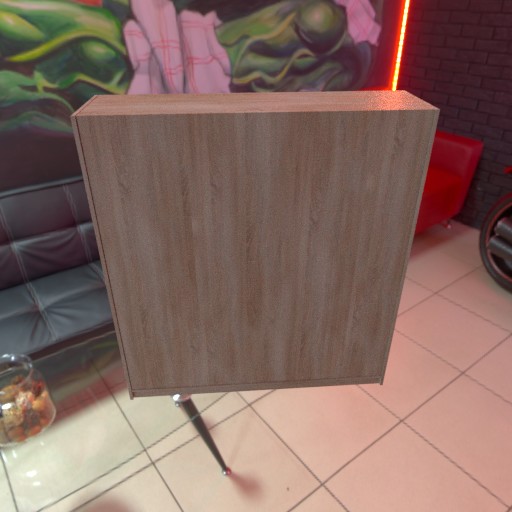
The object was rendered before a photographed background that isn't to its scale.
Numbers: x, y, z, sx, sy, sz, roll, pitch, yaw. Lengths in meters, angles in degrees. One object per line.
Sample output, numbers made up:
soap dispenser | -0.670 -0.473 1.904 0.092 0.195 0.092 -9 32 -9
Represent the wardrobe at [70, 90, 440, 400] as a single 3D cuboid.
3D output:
wardrobe | 0.000 0.000 3.199 1.998 2.159 0.598 -2 31 -4
